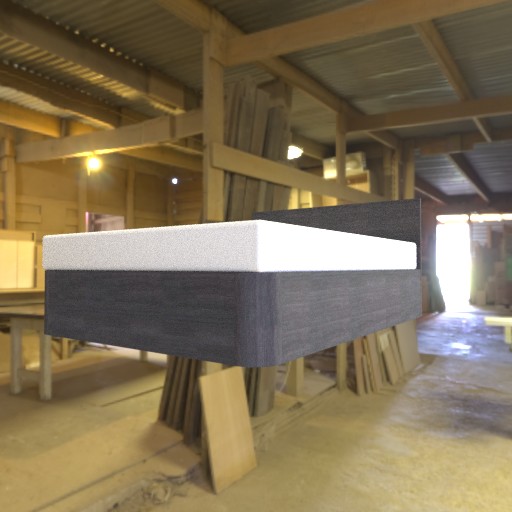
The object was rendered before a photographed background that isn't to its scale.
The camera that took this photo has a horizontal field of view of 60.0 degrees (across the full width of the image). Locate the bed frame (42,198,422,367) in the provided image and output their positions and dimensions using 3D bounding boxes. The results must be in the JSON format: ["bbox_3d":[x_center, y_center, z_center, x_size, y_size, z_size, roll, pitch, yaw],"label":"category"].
[{"bbox_3d":[0.000,0.000,2.630,1.400,0.800,1.900,-1,-2,35],"label":"bed frame"}]
